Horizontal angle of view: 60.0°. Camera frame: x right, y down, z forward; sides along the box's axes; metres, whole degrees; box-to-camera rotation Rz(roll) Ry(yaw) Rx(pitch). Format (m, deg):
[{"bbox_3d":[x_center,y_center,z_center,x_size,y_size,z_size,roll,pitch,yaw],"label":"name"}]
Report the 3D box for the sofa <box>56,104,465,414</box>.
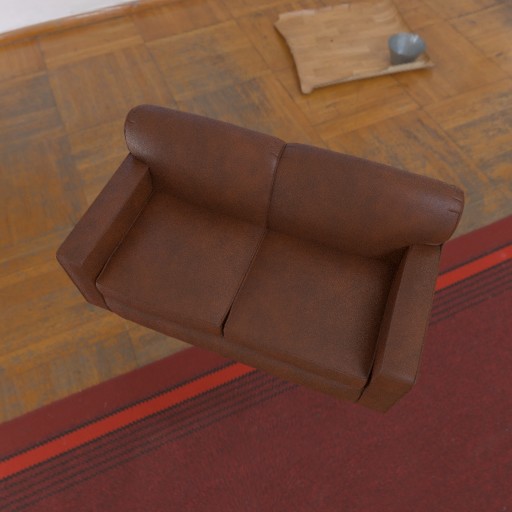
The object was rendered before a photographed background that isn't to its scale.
[{"bbox_3d":[0.000,0.000,2.427,1.856,0.966,1.000,18,60,11],"label":"sofa"}]
